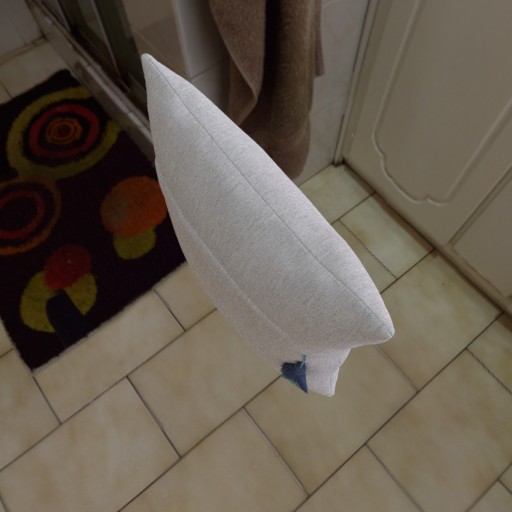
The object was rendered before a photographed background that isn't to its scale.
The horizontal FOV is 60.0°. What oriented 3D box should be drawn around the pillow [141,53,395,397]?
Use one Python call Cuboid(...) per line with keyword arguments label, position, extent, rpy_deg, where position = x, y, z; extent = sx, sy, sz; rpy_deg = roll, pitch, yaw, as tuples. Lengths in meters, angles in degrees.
Cuboid(label="pillow", position=(0.000, 0.000, 0.659), extent=(0.173, 0.436, 0.433), rpy_deg=(-34, 69, -15))
